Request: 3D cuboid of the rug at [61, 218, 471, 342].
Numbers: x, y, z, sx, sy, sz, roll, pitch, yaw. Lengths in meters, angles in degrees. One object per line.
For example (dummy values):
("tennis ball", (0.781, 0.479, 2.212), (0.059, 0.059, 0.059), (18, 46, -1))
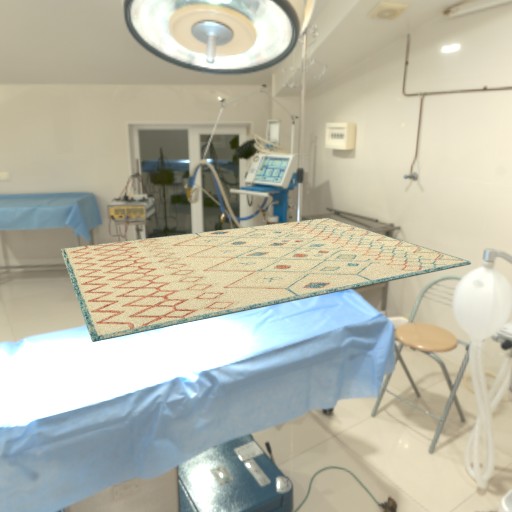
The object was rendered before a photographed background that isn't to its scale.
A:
("rug", (0.000, 0.000, 2.360), (1.829, 0.016, 1.219), (-8, 19, -26))
